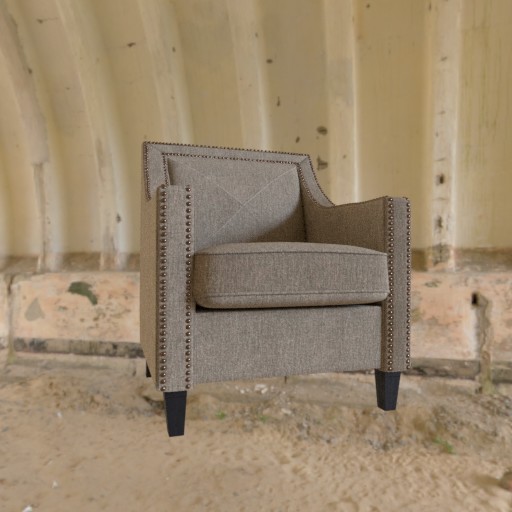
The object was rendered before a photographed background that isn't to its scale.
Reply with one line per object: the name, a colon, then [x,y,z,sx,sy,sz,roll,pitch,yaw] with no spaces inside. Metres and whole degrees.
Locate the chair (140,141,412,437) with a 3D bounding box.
chair: [0.000,0.000,1.603,0.776,0.967,0.884,0,-1,-18]
